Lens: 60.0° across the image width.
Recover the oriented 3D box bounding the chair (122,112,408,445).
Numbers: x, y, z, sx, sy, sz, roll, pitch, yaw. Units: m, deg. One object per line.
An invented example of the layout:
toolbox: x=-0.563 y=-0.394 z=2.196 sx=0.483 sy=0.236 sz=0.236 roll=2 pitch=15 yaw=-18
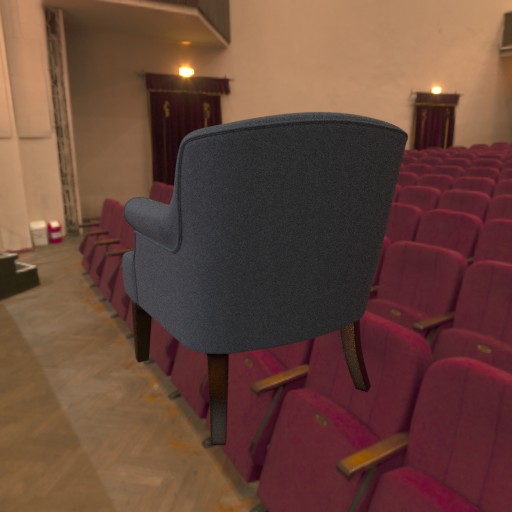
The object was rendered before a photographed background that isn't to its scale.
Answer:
chair: x=0.000 y=0.000 z=1.473 sx=0.770 sy=0.878 sz=0.754 roll=-8 pitch=17 yaw=-29
